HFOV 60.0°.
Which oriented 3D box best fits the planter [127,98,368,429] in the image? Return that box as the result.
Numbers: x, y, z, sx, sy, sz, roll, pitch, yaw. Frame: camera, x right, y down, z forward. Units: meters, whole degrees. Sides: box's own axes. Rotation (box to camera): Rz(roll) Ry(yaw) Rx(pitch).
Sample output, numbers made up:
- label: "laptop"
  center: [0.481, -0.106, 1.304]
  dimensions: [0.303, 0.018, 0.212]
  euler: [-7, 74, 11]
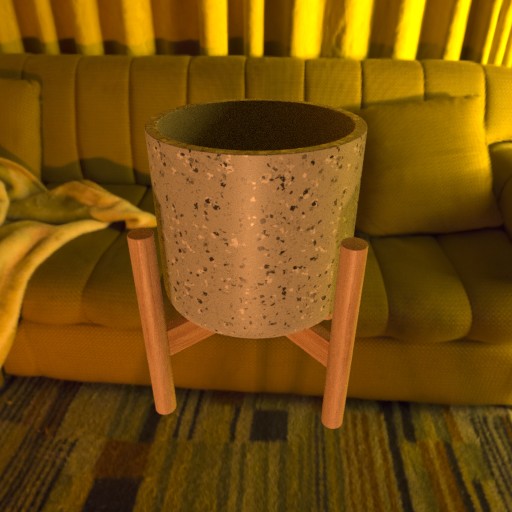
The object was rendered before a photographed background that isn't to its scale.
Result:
- label: "planter"
  center: [0.000, 0.000, 0.533]
  dimensions: [0.284, 0.320, 0.284]
  euler: [-9, 32, -14]
